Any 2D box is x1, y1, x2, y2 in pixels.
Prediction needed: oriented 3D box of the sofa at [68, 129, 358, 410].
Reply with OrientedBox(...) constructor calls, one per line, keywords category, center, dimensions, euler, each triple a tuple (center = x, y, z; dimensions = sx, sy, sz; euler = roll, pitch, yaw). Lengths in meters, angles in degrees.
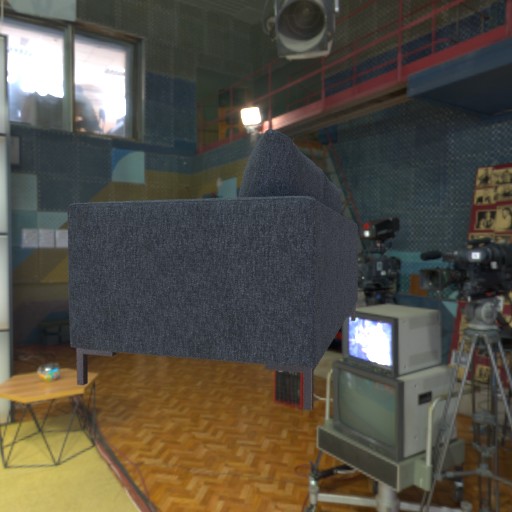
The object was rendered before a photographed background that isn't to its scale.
OrientedBox(category="sofa", center=(0.000, 0.000, 2.188), dimensions=(0.866, 0.862, 1.716), euler=(0, 1, 17))
